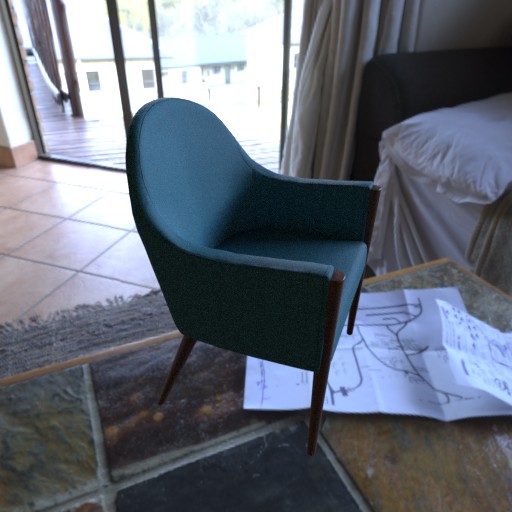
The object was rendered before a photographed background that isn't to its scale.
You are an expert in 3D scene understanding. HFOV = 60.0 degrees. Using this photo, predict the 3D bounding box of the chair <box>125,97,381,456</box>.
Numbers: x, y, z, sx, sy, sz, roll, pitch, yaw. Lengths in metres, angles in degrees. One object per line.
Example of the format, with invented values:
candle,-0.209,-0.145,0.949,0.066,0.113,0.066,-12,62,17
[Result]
chair,0.000,0.000,1.400,0.652,0.907,0.656,11,32,18
